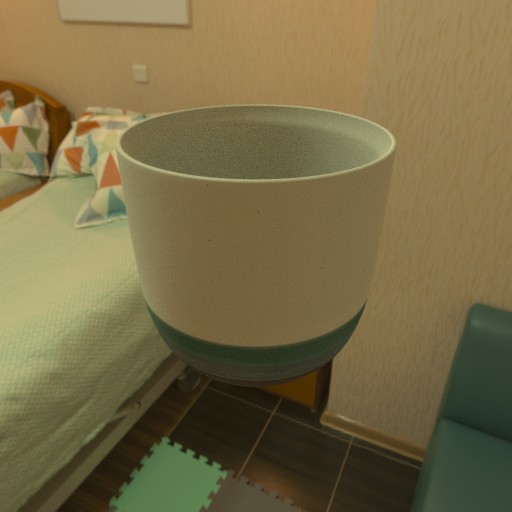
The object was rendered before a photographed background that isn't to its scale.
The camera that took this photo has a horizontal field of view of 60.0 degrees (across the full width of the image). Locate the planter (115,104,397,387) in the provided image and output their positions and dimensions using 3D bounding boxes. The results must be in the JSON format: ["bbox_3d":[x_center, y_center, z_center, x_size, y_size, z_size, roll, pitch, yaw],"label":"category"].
[{"bbox_3d":[0.000,0.000,0.386,0.204,0.214,0.204,0,30,0],"label":"planter"}]
